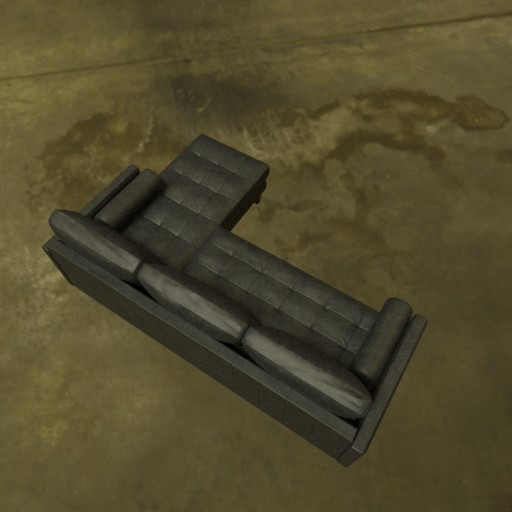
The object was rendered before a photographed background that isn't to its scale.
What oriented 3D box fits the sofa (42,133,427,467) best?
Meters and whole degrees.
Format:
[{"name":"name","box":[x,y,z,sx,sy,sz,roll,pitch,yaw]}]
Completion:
[{"name":"sofa","box":[0.000,0.000,2.859,2.178,0.876,1.497,29,62,17]}]
